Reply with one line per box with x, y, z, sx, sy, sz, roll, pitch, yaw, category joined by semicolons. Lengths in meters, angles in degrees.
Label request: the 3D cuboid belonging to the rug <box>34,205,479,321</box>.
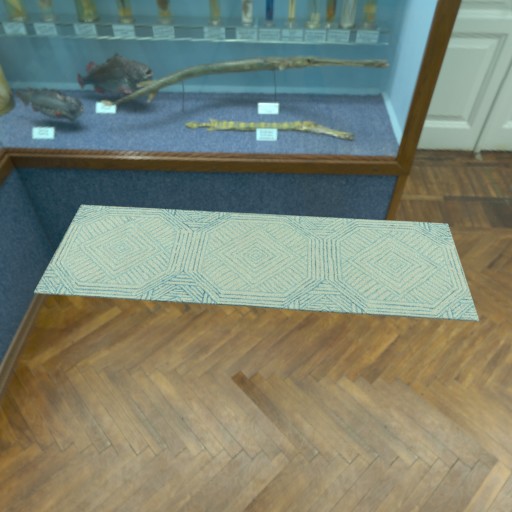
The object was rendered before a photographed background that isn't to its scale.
0.000;0.000;2.695;2.452;0.012;0.775;3;47;3;rug
